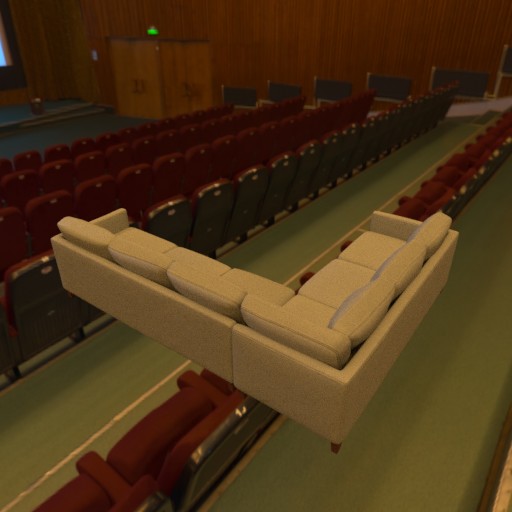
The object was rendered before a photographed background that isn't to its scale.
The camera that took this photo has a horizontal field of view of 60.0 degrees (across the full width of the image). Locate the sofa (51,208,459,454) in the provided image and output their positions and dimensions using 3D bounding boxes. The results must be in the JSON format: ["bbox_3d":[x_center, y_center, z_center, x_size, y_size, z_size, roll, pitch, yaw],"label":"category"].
[{"bbox_3d":[0.000,0.000,4.572,3.301,0.947,2.592,20,36,31],"label":"sofa"}]
